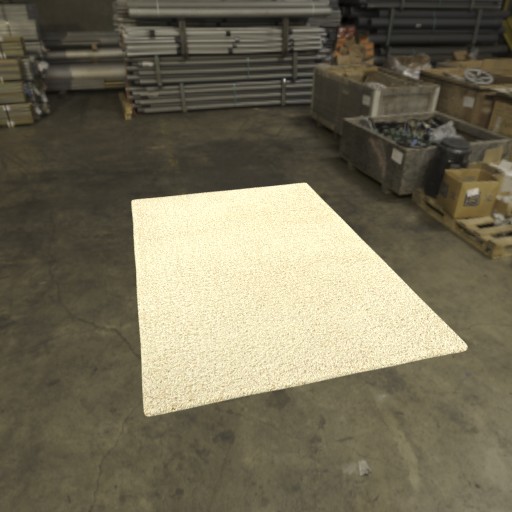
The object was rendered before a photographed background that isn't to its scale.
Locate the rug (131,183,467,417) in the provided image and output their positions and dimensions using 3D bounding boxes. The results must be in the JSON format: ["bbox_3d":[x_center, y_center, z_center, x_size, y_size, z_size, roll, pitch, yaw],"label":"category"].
[{"bbox_3d":[0.000,0.000,2.304,1.219,0.030,1.778,-8,31,-13],"label":"rug"}]
